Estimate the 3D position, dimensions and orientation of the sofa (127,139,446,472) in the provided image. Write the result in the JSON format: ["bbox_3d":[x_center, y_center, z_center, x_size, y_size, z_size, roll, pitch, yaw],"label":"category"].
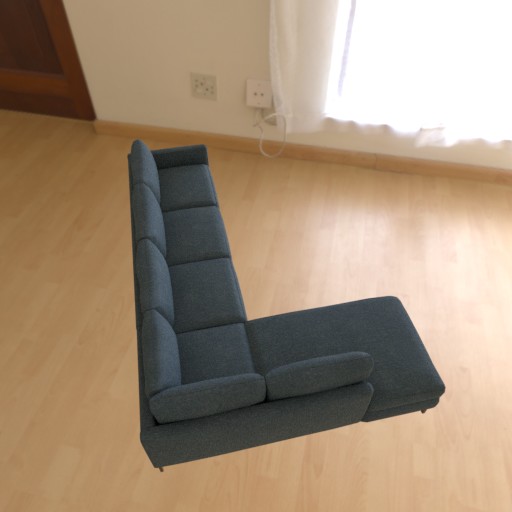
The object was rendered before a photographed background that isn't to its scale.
[{"bbox_3d":[0.000,0.000,3.776,2.007,0.815,2.949,-9,49,-8],"label":"sofa"}]
